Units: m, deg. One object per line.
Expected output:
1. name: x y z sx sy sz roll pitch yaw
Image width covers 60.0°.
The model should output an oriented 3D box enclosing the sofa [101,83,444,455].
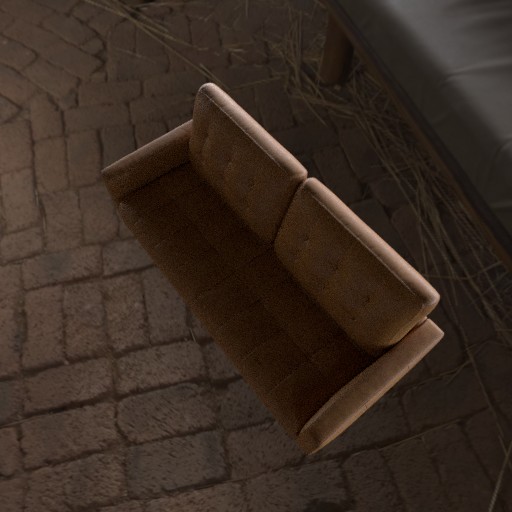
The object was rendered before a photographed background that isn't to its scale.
1. sofa: 0.000 0.000 2.327 0.850 0.898 1.821 -35 67 -17
